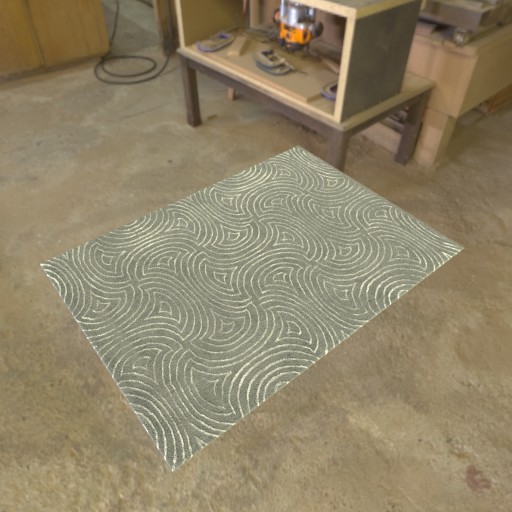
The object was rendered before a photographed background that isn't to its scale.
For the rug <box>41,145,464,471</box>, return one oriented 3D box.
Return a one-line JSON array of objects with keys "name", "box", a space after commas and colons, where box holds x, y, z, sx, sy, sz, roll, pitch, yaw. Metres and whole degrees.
[{"name": "rug", "box": [0.000, 0.000, 2.760, 2.144, 0.015, 1.543, -30, 53, -26]}]
